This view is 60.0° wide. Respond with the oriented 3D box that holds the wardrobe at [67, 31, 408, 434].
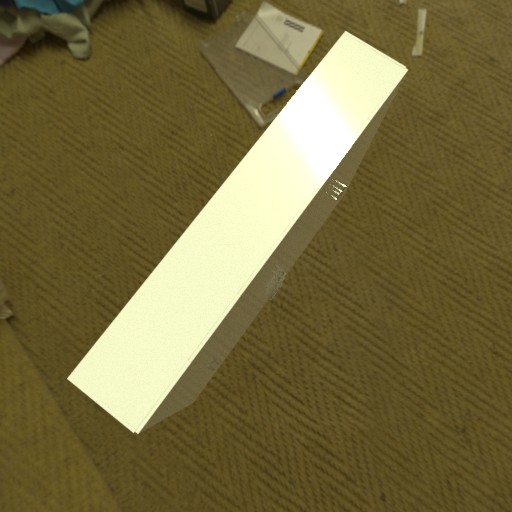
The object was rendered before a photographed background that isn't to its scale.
[{"bbox_3d":[0.000,0.000,4.015,0.580,2.360,3.000,35,79,8],"label":"wardrobe"}]
